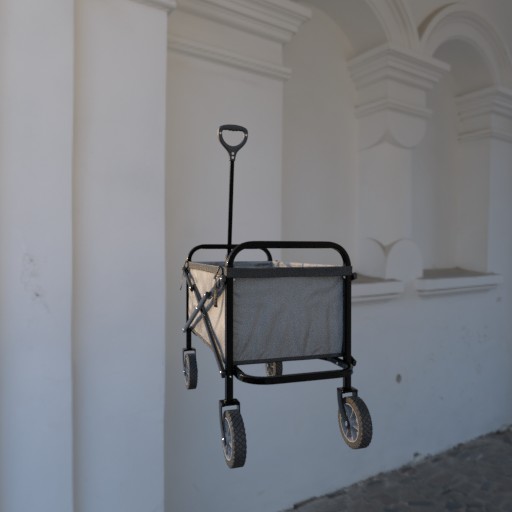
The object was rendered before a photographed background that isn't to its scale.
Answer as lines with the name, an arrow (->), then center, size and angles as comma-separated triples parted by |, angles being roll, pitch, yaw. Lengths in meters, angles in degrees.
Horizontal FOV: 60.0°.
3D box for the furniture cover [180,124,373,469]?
furniture cover -> 0.000, 0.000, 1.856 | 0.532, 1.295, 1.038 | 0, 1, -18
